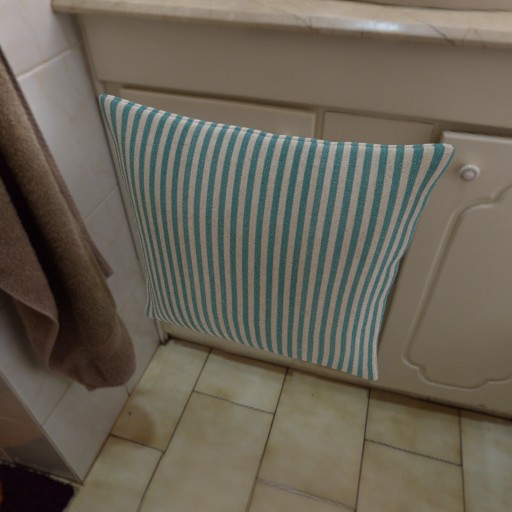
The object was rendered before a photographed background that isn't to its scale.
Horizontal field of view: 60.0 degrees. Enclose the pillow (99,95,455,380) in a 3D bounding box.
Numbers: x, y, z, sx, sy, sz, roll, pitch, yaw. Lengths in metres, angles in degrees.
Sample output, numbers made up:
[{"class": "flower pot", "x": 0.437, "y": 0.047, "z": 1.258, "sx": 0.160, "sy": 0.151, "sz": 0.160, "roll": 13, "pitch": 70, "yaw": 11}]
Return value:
[{"class": "pillow", "x": 0.000, "y": 0.000, "z": 0.781, "sx": 0.523, "sy": 0.510, "sz": 0.166, "roll": 13, "pitch": 44, "yaw": 14}]
